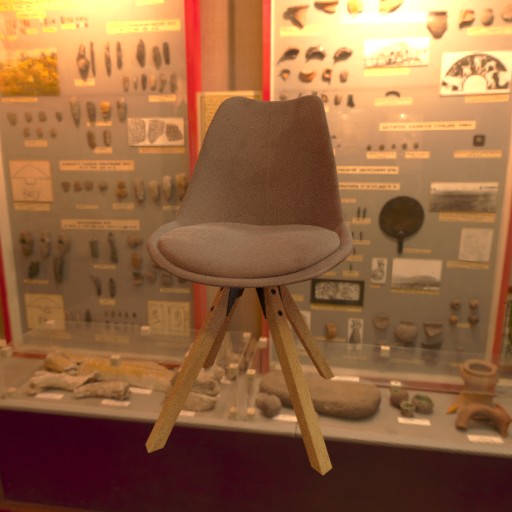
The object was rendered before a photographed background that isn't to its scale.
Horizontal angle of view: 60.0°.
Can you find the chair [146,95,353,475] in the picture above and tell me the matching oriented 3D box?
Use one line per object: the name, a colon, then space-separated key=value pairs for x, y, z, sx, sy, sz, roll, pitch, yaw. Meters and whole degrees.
chair: x=0.000 y=0.000 z=1.156 sx=0.485 sy=0.850 sz=0.550 roll=2 pitch=13 yaw=10
